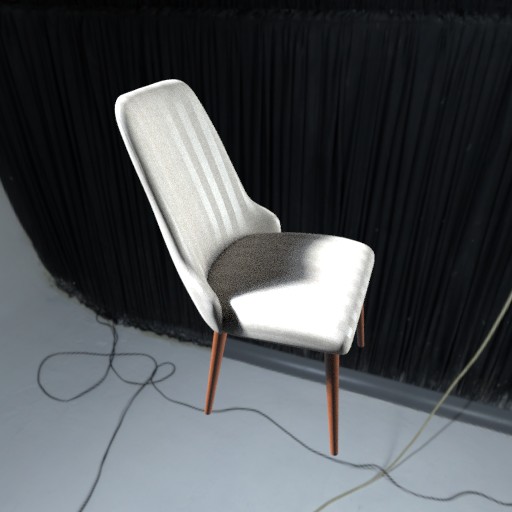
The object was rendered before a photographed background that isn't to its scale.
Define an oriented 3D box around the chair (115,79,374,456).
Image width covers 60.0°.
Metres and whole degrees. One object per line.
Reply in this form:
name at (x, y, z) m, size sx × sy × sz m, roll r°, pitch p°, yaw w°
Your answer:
chair at (0.000, 0.000, 1.328) m, size 0.684 × 0.917 × 0.526 m, roll 11°, pitch 34°, yaw 17°
